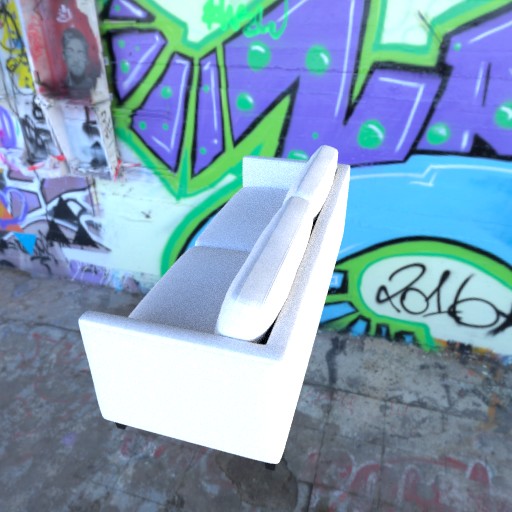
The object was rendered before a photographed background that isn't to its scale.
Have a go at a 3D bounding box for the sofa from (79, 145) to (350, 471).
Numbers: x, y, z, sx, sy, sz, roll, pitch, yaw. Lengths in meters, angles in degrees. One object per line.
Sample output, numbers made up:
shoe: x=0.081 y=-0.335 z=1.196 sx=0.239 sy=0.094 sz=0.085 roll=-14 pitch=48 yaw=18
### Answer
sofa: x=0.000 y=0.000 z=2.933 sx=0.948 sy=0.965 sz=2.434 roll=9 pitch=32 yaw=14
